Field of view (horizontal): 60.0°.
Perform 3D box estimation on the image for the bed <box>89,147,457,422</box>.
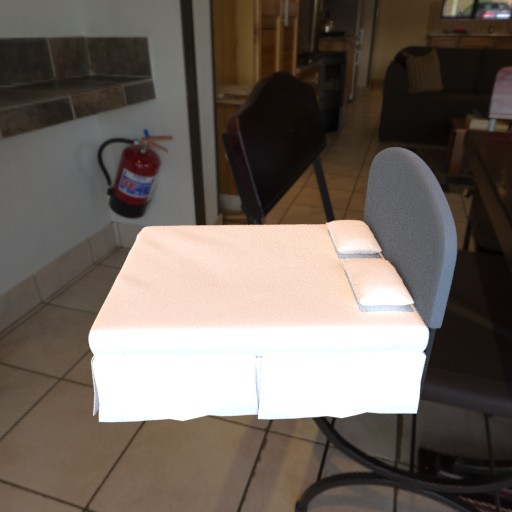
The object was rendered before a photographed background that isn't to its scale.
[{"bbox_3d":[0.000,0.000,3.054,2.005,1.410,1.607,-1,27,-1],"label":"bed"}]
